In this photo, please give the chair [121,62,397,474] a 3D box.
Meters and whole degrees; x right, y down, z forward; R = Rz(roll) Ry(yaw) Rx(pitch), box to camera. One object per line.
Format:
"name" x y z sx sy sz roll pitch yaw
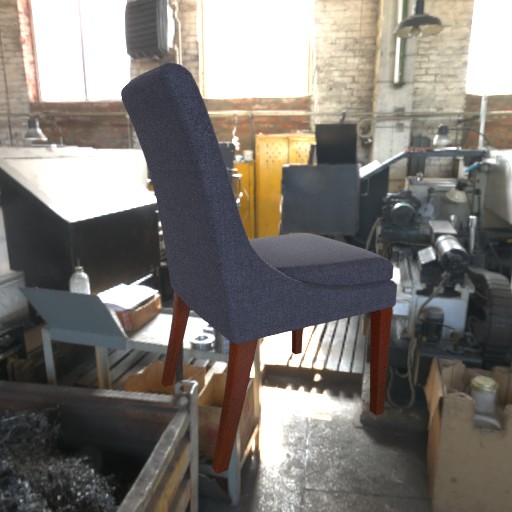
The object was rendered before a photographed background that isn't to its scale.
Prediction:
"chair" 0.000 0.000 1.301 0.655 0.952 0.508 -7 16 -27
